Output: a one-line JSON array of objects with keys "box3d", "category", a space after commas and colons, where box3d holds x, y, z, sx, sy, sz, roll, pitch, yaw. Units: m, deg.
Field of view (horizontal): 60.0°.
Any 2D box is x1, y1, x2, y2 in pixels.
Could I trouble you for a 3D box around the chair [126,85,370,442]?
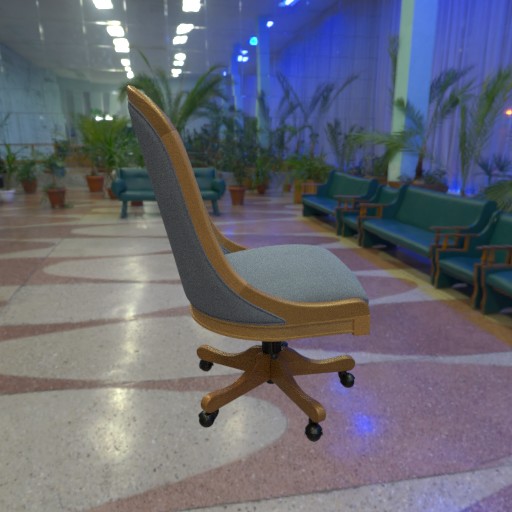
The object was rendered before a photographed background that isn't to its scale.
[{"box3d": [0.000, 0.000, 1.459, 0.735, 1.031, 0.605, -3, 16, -9], "category": "chair"}]
